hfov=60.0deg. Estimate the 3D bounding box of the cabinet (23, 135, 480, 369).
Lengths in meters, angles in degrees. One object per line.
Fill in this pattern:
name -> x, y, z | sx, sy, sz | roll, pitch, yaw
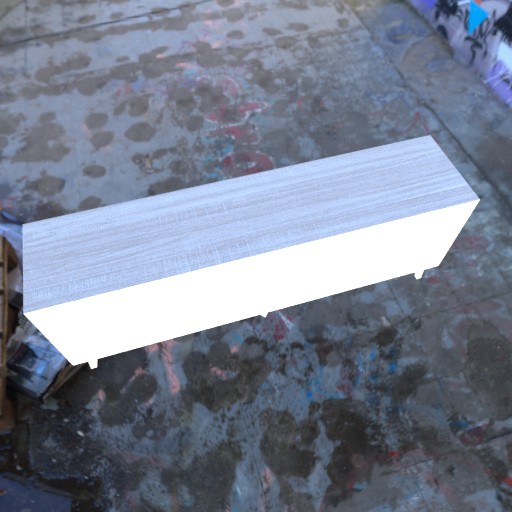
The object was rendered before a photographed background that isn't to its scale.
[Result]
cabinet -> 0.000, 0.000, 2.505 | 2.200, 0.780, 0.500 | -14, 57, -9
